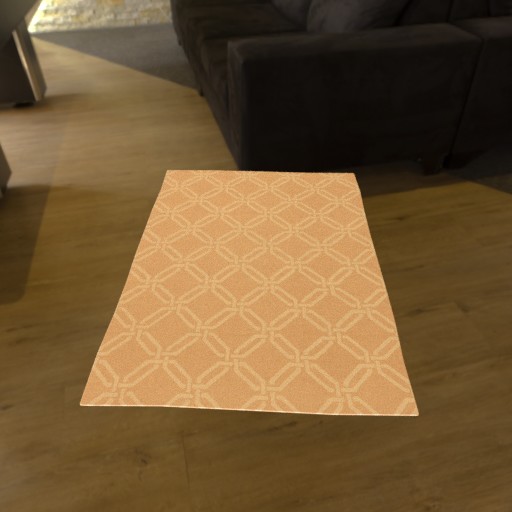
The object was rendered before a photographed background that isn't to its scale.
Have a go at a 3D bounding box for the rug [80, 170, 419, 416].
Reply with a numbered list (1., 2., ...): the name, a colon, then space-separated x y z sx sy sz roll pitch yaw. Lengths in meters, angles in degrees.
1. rug: 0.000 0.000 2.773 1.524 0.013 2.135 1 40 1
